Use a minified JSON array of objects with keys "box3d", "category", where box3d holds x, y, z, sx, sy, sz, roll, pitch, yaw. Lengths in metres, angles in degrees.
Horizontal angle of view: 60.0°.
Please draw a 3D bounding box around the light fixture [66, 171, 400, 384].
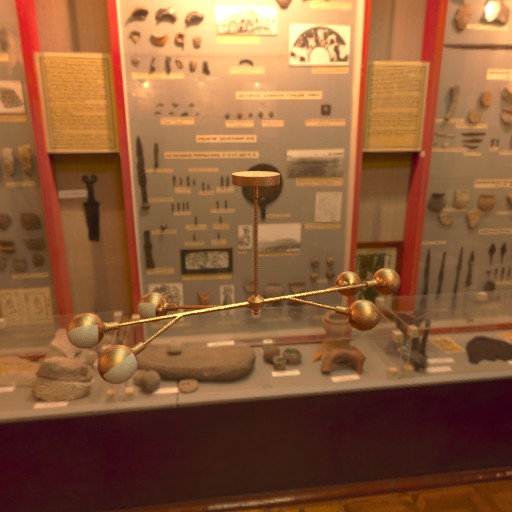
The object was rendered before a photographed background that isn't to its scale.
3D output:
[{"box3d":[0.000,0.000,0.986,0.778,0.362,0.434,-2,17,-7],"category":"light fixture"}]
